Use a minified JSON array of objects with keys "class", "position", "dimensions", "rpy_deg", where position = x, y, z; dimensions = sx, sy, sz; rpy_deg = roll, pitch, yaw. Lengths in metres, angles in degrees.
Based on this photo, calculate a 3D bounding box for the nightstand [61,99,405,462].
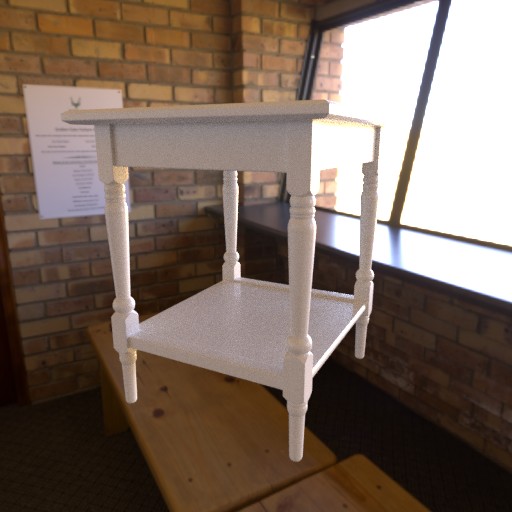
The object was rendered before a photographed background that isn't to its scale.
[{"class":"nightstand","position":[0.000,0.000,0.908],"dimensions":[0.459,0.555,0.505],"rpy_deg":[8,16,27]}]
